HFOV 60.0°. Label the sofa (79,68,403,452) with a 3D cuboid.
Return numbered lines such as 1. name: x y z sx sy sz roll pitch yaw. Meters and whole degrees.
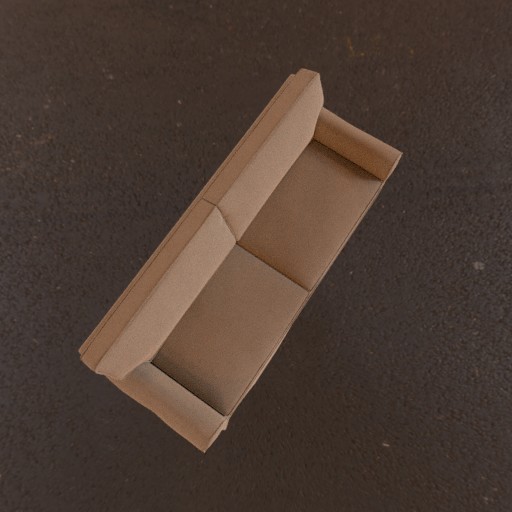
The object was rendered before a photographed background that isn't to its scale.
1. sofa: 0.000 0.000 2.833 0.900 1.014 2.246 34 78 8
